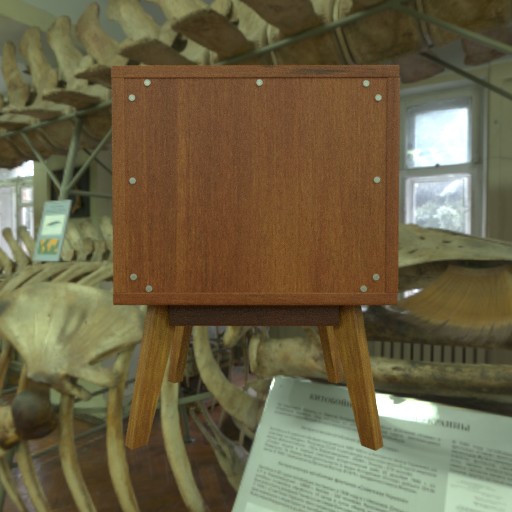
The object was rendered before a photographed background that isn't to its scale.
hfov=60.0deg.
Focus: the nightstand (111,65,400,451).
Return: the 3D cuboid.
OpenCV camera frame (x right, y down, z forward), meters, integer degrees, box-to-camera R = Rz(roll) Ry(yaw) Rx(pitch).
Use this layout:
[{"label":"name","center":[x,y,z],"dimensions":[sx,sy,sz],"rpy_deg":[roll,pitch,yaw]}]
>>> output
[{"label":"nightstand","center":[0.000,0.000,0.912],"dimensions":[0.460,0.618,0.411],"rpy_deg":[0,1,0]}]
